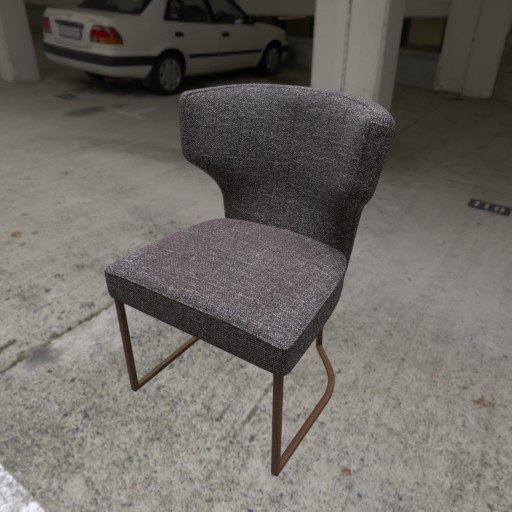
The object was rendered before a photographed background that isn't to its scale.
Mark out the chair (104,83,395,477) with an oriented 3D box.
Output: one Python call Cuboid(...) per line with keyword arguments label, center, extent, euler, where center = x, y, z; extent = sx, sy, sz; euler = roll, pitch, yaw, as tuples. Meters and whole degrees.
Cuboid(label="chair", center=(0.000, 0.000, 1.231), extent=(0.611, 0.824, 0.617), euler=(18, 34, 29))
